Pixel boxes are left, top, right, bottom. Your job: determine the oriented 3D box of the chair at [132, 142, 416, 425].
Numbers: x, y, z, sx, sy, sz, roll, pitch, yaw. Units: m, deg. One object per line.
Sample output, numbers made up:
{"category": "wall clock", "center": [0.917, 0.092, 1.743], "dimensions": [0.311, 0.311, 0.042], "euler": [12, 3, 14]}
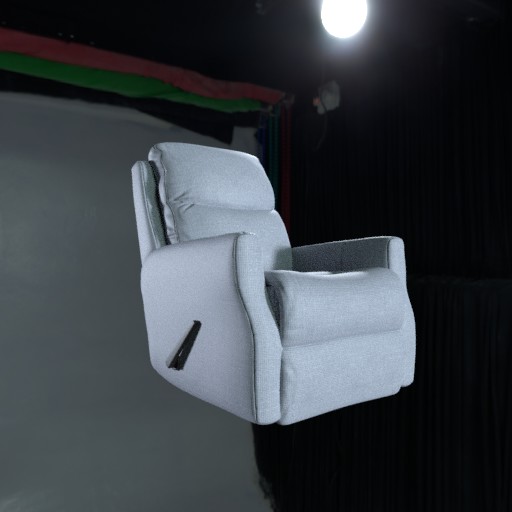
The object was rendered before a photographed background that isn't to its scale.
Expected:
{"category": "chair", "center": [0.000, 0.000, 1.804], "dimensions": [0.829, 1.030, 1.080], "euler": [0, 1, -35]}
